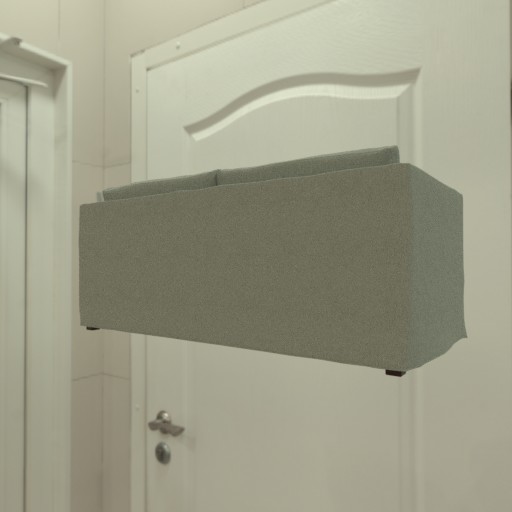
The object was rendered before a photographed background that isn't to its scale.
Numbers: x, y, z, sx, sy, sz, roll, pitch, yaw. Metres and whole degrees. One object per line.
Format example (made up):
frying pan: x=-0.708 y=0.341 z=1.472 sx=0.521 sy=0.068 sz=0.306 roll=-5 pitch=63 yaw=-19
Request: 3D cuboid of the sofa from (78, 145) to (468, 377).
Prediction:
sofa: x=0.000 y=0.000 z=2.442 sx=1.987 sy=0.870 sz=0.940 roll=-1 pitch=-1 yaw=36
